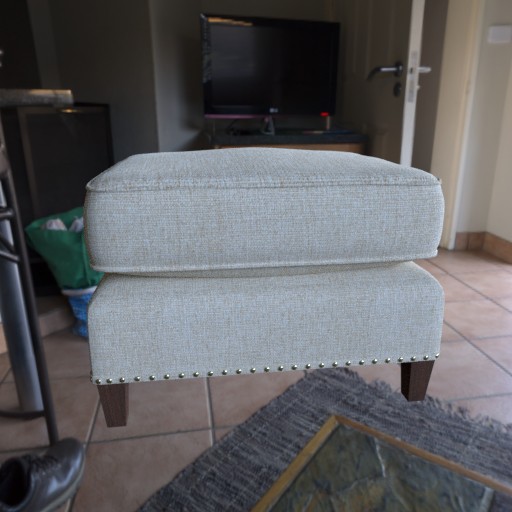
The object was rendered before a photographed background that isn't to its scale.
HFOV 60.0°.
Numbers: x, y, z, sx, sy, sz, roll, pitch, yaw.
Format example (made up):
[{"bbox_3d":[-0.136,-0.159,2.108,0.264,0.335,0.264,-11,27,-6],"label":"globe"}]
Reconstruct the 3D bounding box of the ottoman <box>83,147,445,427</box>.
[{"bbox_3d":[0.000,0.000,1.132,0.738,0.537,0.589,-2,18,-7],"label":"ottoman"}]
